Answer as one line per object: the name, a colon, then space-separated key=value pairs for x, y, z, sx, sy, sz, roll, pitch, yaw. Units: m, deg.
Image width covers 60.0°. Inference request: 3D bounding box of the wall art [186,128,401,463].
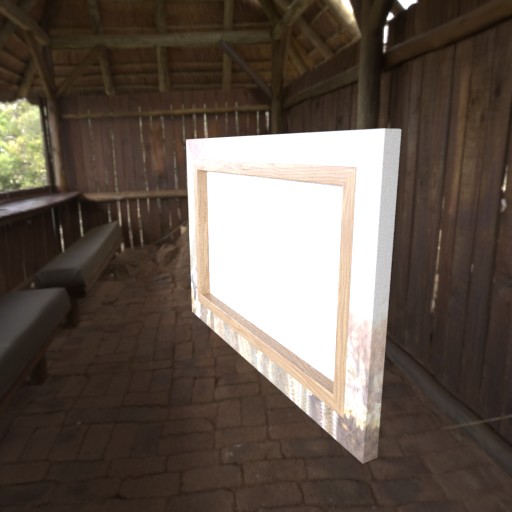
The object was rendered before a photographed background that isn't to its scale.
wall art: x=0.000 y=0.000 z=1.164 sx=0.040 sy=0.608 sz=0.916 roll=-7 pitch=15 yaw=-27
